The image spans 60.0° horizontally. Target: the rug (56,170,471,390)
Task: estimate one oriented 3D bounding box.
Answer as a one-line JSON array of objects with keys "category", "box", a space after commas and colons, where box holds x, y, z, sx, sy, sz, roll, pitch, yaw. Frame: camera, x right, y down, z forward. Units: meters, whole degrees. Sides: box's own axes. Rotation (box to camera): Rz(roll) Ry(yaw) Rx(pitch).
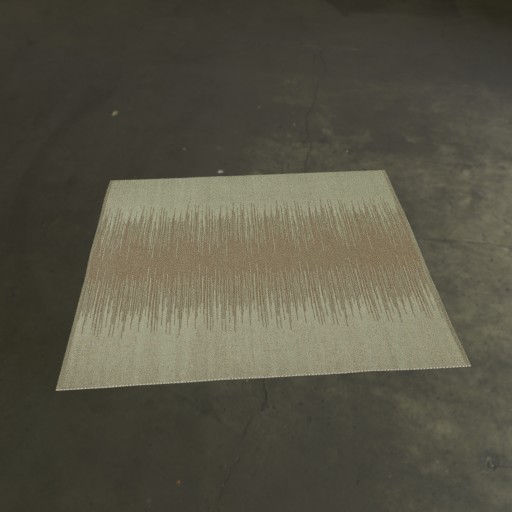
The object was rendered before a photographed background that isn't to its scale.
[{"category": "rug", "box": [0.000, 0.000, 4.053, 3.048, 0.013, 2.438, -3, 47, -2]}]
